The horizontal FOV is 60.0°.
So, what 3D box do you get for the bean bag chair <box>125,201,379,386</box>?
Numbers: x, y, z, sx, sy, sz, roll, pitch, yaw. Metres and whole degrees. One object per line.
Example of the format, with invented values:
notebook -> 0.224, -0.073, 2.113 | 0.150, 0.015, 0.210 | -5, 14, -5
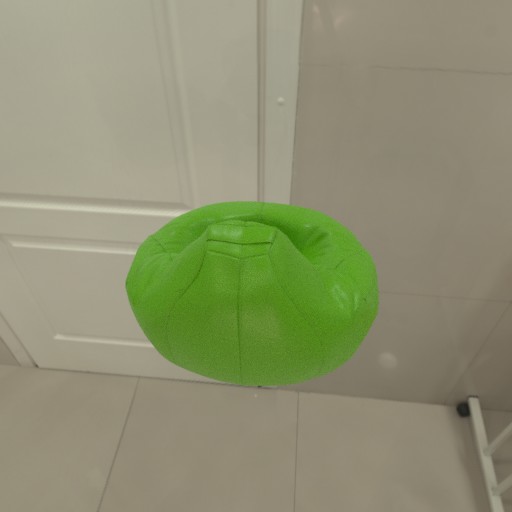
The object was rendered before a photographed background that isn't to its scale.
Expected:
bean bag chair -> 0.000, 0.000, 1.871 | 1.070, 0.990, 1.070 | 4, 46, 4
